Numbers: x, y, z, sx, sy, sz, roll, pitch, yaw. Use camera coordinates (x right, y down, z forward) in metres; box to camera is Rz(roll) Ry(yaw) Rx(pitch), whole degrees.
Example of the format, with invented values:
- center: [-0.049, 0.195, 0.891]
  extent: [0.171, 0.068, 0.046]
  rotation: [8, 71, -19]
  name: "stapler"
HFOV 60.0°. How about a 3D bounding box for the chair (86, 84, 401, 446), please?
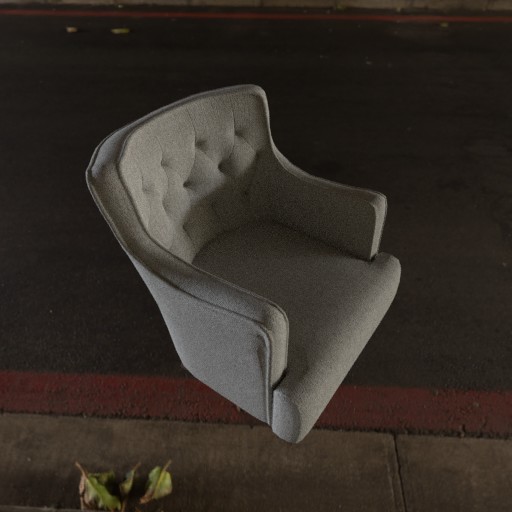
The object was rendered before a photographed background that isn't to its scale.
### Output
- center: [0.000, 0.000, 1.605]
  extent: [0.910, 0.920, 0.820]
  rotation: [25, 48, 26]
  name: "chair"
